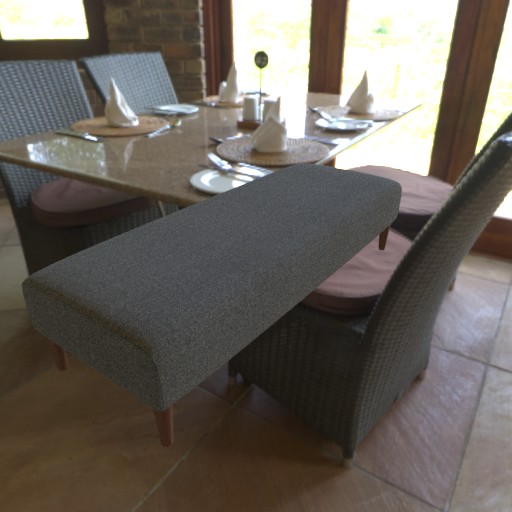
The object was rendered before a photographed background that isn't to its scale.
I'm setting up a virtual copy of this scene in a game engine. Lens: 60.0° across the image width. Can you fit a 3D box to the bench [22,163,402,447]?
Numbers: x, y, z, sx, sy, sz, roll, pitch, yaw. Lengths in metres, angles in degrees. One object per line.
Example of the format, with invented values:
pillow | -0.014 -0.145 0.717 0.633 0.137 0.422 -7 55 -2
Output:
bench | 0.000 0.000 1.808 0.631 0.384 1.598 19 33 32
